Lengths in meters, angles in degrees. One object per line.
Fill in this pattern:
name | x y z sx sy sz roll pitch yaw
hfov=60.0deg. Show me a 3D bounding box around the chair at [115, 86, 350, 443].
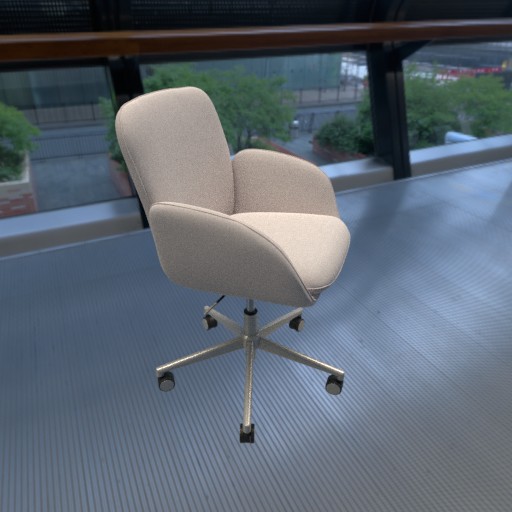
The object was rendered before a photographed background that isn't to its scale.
chair | 0.000 0.000 1.399 0.633 0.959 0.648 10 30 17
